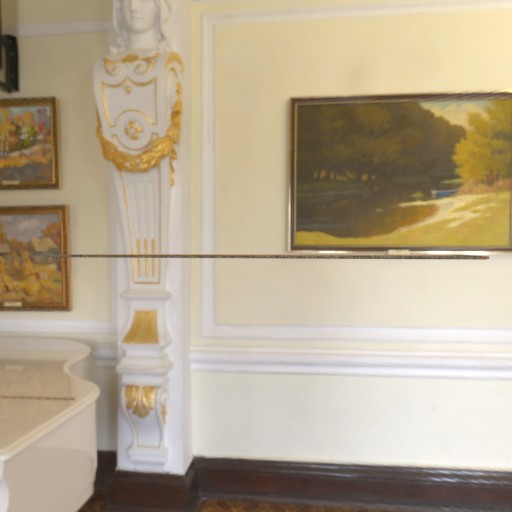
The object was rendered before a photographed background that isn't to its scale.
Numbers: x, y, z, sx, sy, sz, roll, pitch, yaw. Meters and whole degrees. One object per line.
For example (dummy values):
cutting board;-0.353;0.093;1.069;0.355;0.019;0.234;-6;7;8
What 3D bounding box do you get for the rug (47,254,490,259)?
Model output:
rug;0.000;0.000;2.675;2.413;0.016;0.810;0;1;19
